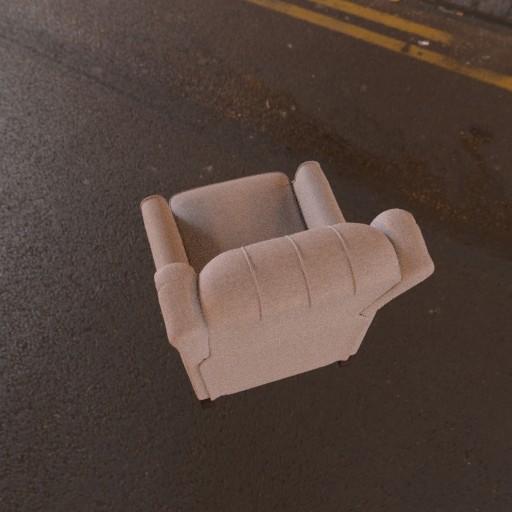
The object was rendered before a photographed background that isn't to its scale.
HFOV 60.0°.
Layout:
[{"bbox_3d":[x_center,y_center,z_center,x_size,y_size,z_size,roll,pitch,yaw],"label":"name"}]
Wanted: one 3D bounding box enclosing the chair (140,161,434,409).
[{"bbox_3d":[0.000,0.000,1.641,0.742,1.035,0.902,-14,58,-9],"label":"chair"}]
